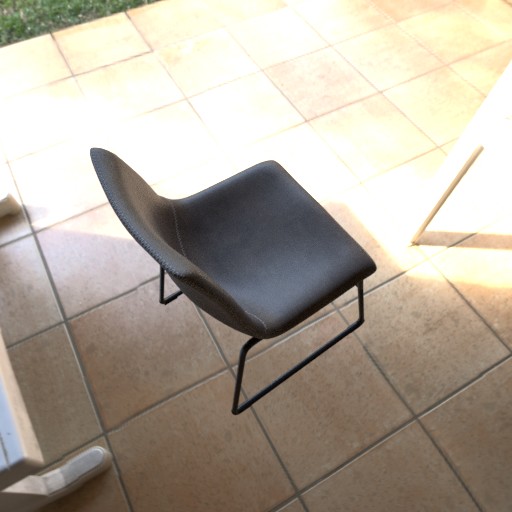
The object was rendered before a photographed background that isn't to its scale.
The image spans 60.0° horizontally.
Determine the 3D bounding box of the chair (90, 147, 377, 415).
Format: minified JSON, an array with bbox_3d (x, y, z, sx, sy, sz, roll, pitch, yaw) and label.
[{"bbox_3d":[0.000,0.000,1.140,0.550,0.780,0.460,-31,64,-17],"label":"chair"}]
